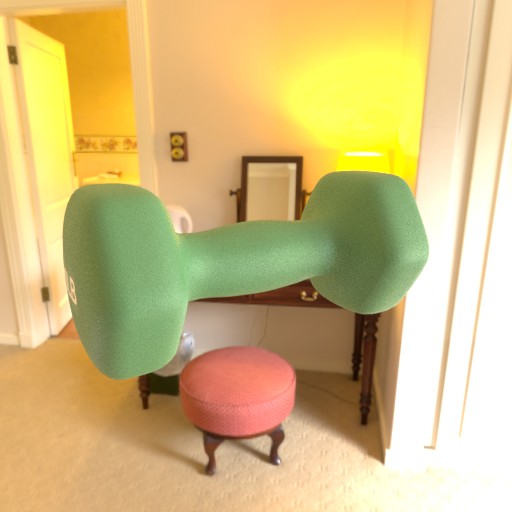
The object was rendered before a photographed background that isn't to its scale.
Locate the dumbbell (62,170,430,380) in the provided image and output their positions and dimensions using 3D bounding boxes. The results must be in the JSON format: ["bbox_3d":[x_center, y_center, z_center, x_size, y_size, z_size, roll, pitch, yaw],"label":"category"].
[{"bbox_3d":[0.000,0.000,0.324,0.257,0.114,0.126,-9,18,-28],"label":"dumbbell"}]
